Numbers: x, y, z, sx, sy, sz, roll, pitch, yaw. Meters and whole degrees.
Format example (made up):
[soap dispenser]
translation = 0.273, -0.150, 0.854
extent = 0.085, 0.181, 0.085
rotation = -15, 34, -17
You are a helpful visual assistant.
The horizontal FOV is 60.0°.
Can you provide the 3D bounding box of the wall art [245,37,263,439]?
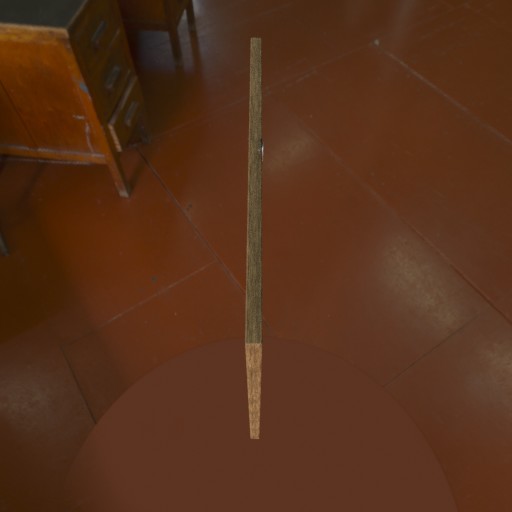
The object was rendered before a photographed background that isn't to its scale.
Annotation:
[wall art]
translation = 0.000, 0.000, 0.852
extent = 0.021, 0.582, 0.561
rotation = 0, 58, 0
